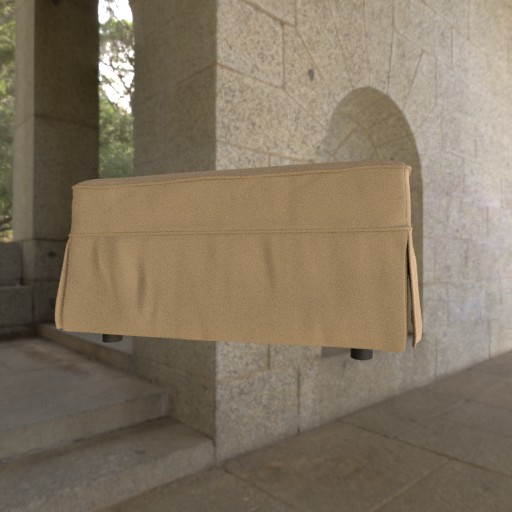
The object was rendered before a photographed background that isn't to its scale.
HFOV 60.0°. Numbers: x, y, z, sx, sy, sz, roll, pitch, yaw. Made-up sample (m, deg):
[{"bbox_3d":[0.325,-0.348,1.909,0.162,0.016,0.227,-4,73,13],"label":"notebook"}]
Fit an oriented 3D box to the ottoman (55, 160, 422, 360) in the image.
[{"bbox_3d":[0.000,0.000,1.388,0.959,0.482,0.721,0,0,18],"label":"ottoman"}]
